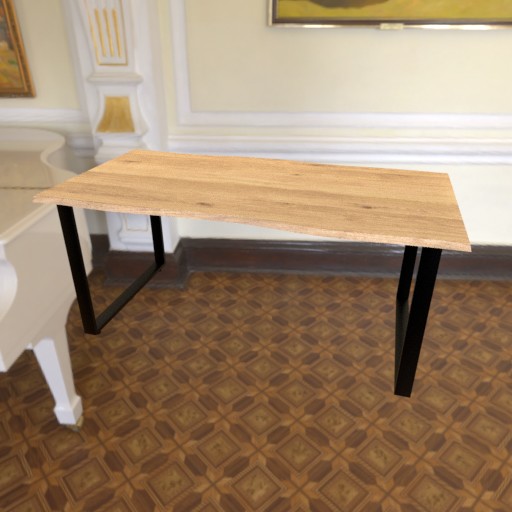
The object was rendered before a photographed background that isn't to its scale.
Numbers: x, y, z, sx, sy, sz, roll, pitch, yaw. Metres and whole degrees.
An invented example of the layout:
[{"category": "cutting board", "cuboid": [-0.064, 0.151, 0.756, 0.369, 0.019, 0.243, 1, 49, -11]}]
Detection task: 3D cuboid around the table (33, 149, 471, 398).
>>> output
[{"category": "table", "cuboid": [0.000, 0.000, 2.288, 1.800, 0.780, 0.900, 8, 28, 14]}]
